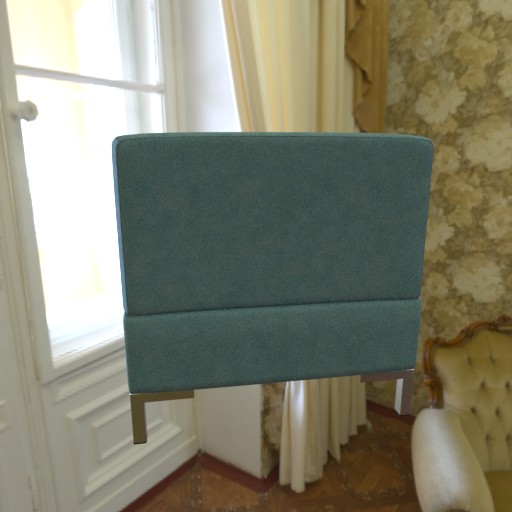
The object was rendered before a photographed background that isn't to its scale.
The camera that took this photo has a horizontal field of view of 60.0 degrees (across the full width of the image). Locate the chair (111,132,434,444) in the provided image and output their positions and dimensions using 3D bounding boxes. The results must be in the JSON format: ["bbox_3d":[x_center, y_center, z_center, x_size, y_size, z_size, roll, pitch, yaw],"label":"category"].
[{"bbox_3d":[0.000,0.000,1.256,0.684,0.660,0.685,-2,14,-9],"label":"chair"}]
